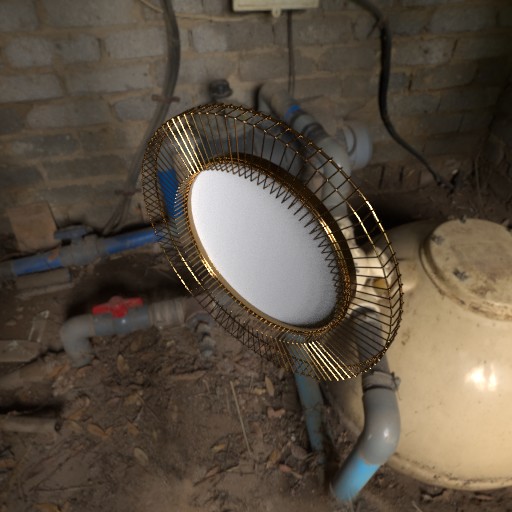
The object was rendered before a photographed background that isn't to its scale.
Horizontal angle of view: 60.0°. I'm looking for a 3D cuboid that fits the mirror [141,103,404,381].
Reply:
[{"bbox_3d":[0.000,0.000,1.027,0.703,0.703,0.067,29,52,26],"label":"mirror"}]
